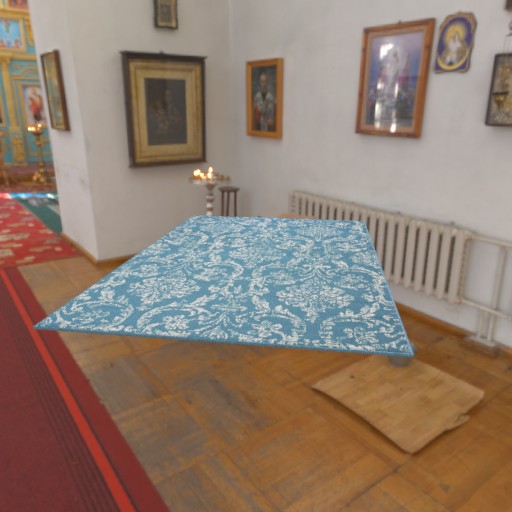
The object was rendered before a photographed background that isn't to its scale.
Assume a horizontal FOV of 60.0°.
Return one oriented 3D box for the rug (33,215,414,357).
[{"bbox_3d":[0.000,0.000,3.357,1.816,0.018,2.746,3,17,8],"label":"rug"}]
